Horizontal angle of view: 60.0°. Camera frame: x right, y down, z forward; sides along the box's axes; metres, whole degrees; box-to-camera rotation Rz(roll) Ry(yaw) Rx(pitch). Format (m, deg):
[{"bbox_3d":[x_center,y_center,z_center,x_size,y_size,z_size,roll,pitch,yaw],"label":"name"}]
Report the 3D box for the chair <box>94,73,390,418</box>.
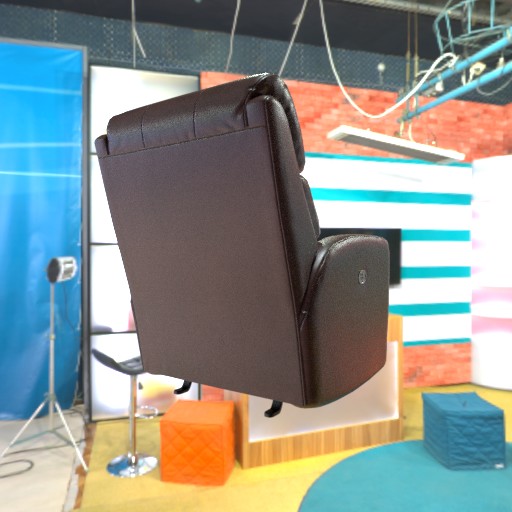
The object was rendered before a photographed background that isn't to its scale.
[{"bbox_3d":[0.000,0.000,1.699,0.787,1.016,0.939,0,0,35],"label":"chair"}]
